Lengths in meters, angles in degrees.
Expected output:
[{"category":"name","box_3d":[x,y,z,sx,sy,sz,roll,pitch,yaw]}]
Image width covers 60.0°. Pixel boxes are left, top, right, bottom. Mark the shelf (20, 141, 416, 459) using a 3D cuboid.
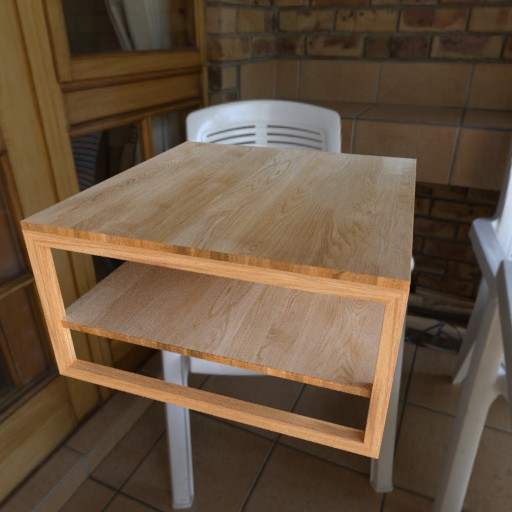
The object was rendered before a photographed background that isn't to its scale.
[{"category":"shelf","box_3d":[0.000,0.000,1.428,0.899,0.480,0.899,9,28,16]}]
